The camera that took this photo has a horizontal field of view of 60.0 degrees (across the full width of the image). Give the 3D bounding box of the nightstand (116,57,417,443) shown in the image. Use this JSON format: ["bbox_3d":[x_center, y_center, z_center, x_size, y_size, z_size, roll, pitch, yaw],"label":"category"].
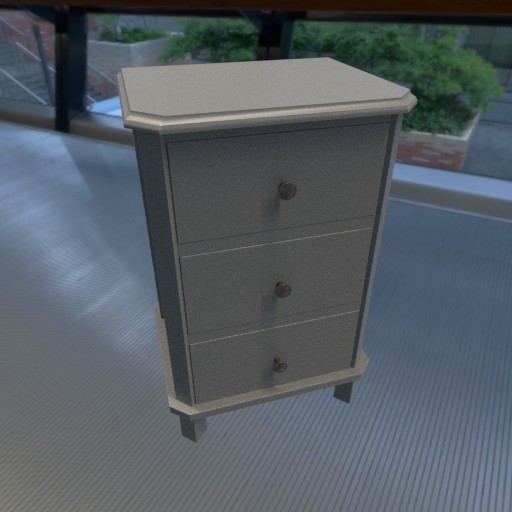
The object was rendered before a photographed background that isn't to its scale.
[{"bbox_3d":[0.000,0.000,0.907,0.435,0.680,0.348,-9,34,-14],"label":"nightstand"}]
